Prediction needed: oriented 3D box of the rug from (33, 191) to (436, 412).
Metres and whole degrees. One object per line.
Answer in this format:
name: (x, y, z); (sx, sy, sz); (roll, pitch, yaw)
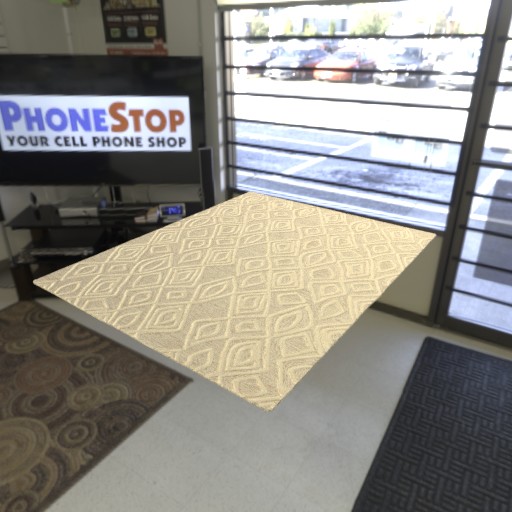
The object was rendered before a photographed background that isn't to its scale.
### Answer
rug: (0.000, 0.000, 4.171); (2.449, 0.025, 3.049); (18, 31, 32)
